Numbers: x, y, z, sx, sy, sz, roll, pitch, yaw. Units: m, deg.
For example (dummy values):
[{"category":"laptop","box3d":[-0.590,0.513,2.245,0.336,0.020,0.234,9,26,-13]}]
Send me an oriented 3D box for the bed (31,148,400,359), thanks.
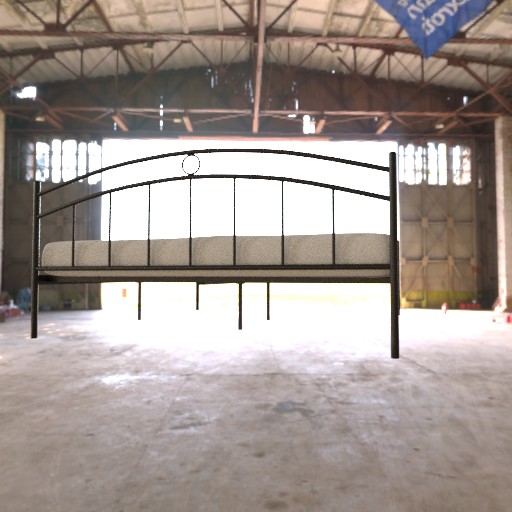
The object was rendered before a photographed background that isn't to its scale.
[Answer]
[{"category":"bed","box3d":[0.000,0.000,3.062,1.880,0.940,2.040,-1,-3,18]}]
